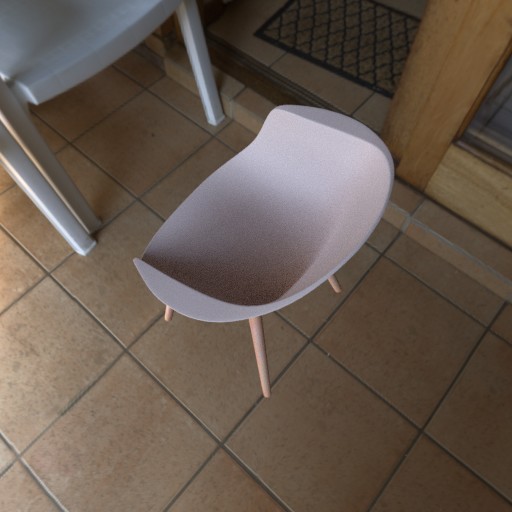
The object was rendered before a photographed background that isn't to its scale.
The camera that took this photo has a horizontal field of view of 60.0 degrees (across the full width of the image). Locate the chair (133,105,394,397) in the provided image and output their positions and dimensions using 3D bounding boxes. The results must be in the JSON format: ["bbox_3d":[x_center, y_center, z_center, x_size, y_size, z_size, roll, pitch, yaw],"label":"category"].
[{"bbox_3d":[0.000,0.000,1.190,0.504,0.781,0.593,32,68,15],"label":"chair"}]
